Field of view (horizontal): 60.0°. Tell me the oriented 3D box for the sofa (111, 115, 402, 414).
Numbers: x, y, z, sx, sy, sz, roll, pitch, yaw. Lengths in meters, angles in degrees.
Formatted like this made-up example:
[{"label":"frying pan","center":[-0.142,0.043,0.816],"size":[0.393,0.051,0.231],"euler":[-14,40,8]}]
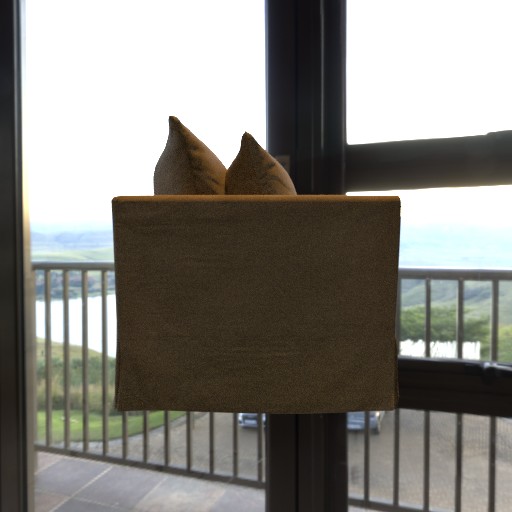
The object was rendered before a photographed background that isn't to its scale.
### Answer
[{"label":"sofa","center":[0.000,0.000,2.260],"size":[1.035,1.040,1.608],"euler":[0,1,0]}]
